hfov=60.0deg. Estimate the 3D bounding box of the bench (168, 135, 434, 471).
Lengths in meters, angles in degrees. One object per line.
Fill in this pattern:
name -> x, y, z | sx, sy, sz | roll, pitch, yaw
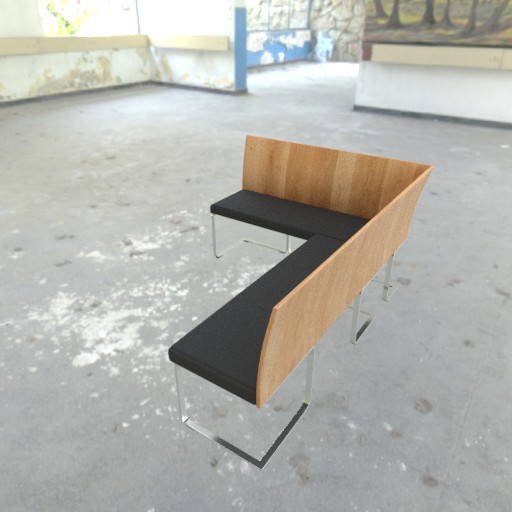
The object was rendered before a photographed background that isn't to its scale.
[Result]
bench -> 0.000, 0.000, 2.780 | 1.495, 0.930, 1.945 | 18, 33, 30
